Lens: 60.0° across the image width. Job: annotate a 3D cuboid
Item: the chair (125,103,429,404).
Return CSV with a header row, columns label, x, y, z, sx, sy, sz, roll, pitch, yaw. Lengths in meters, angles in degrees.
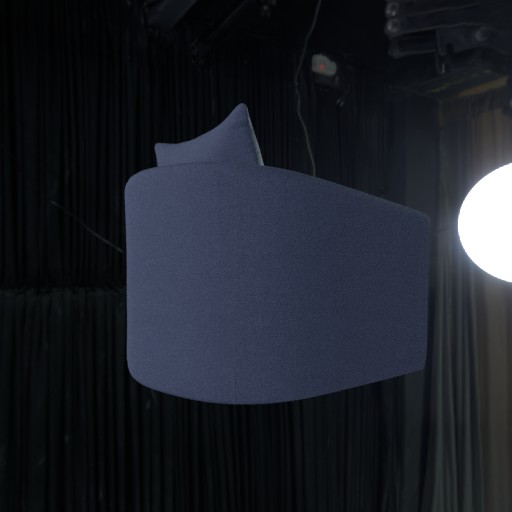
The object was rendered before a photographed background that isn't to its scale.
label,x,y,z,sx,sy,sz,roll,pitch,yaw
chair,0.000,0.000,1.608,0.910,0.848,0.845,0,0,-37
